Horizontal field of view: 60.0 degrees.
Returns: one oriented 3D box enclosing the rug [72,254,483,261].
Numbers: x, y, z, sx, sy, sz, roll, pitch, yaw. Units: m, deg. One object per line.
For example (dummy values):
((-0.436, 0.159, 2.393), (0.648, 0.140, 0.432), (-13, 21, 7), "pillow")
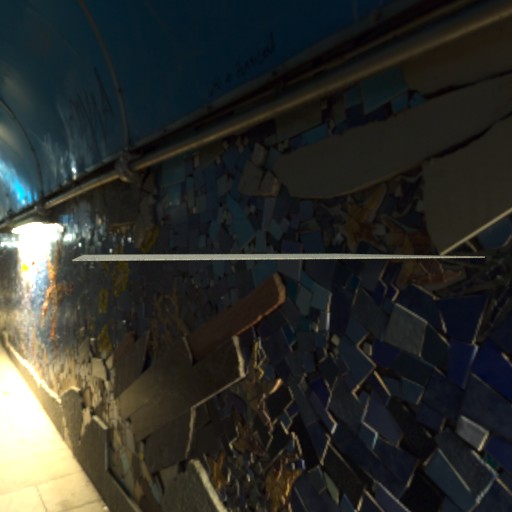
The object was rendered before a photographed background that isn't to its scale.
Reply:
((0.000, 0.000, 4.319), (3.197, 0.006, 2.438), (0, 1, -20), "rug")
